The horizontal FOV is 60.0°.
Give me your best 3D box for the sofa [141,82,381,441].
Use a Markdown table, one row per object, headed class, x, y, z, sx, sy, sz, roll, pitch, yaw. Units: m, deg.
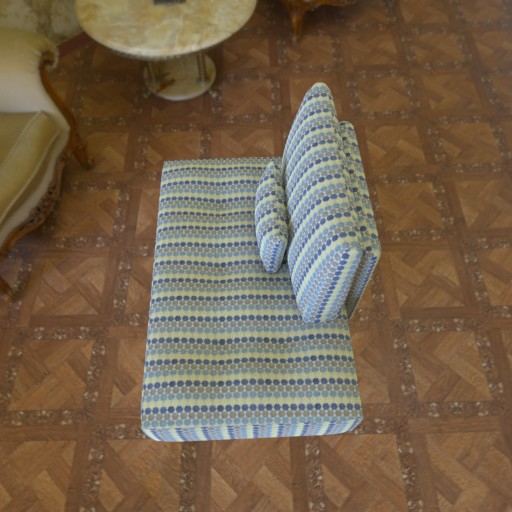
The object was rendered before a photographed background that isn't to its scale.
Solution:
| class | x | y | z | sx | sy | sz | roll | pitch | yaw |
| --- | --- | --- | --- | --- | --- | --- | --- | --- | --- |
| sofa | 0.000 | 0.000 | 2.026 | 1.000 | 0.820 | 1.450 | -2 | 59 | -1 |
